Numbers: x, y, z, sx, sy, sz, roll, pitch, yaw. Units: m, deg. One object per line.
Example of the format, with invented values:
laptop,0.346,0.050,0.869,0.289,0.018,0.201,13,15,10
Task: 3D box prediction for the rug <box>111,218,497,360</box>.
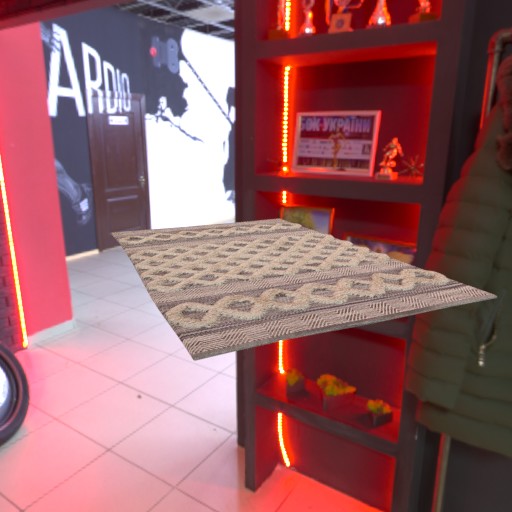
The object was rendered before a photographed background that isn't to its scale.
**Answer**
rug,0.000,0.000,2.268,1.222,0.030,1.823,-7,16,-23
